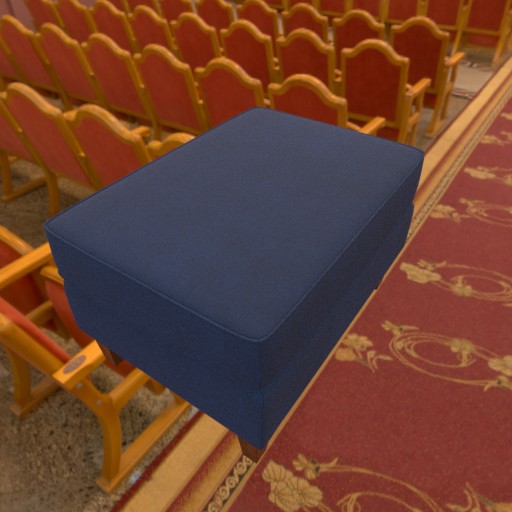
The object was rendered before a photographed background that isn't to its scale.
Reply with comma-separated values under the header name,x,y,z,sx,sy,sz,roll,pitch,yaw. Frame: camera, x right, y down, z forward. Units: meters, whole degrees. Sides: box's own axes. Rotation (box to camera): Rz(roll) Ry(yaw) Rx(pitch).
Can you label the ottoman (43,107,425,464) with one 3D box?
name,x,y,z,sx,sy,sz,roll,pitch,yaw
ottoman,0.000,0.000,1.403,0.686,0.584,0.965,24,45,26
